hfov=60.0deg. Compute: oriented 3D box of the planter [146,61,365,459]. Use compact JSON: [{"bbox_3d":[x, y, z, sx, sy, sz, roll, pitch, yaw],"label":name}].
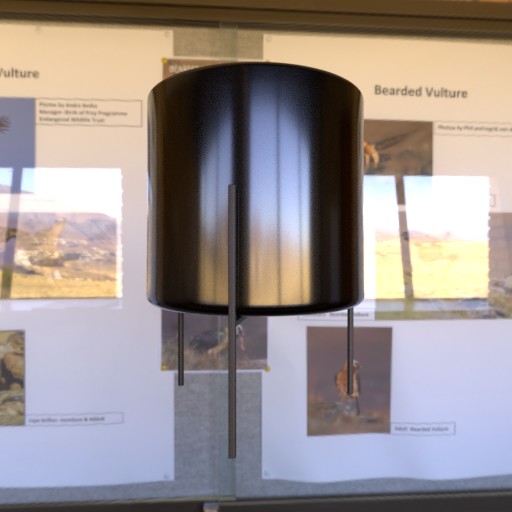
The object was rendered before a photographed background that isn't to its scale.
[{"bbox_3d":[0.000,0.000,0.639,0.310,0.432,0.310,0,1,-36],"label":"planter"}]
